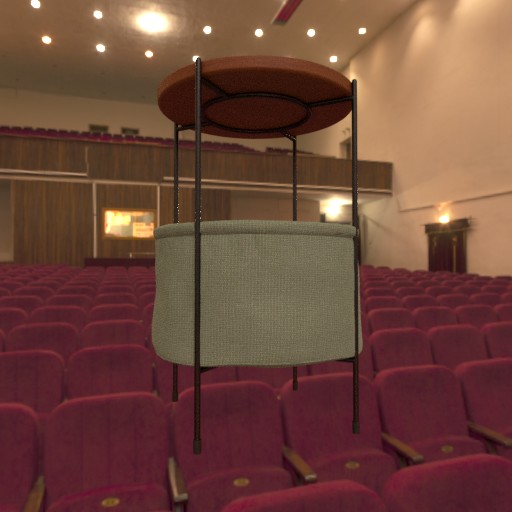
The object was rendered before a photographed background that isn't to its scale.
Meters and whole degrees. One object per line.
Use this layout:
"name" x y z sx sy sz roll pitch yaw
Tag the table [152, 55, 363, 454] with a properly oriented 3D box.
"table" 0.000 0.000 0.874 0.400 0.623 0.400 0 -1 -17
